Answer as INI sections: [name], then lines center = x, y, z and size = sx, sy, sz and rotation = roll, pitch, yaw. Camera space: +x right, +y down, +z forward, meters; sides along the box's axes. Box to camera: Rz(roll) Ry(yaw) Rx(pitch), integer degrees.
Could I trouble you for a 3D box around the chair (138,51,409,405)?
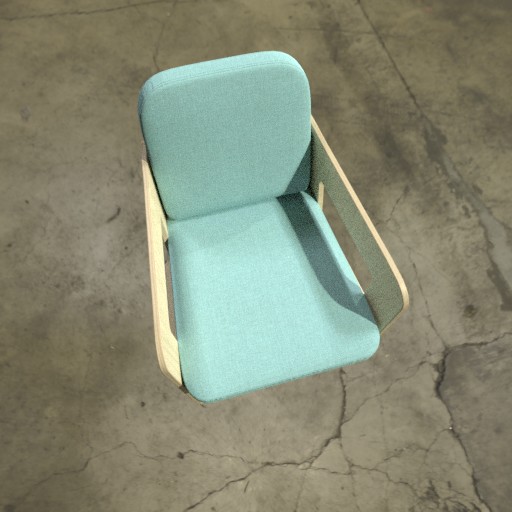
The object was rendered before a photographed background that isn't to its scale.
[chair]
center = 0.000, 0.000, 1.264
size = 0.590, 0.800, 0.710
rotation = -14, 65, -7
